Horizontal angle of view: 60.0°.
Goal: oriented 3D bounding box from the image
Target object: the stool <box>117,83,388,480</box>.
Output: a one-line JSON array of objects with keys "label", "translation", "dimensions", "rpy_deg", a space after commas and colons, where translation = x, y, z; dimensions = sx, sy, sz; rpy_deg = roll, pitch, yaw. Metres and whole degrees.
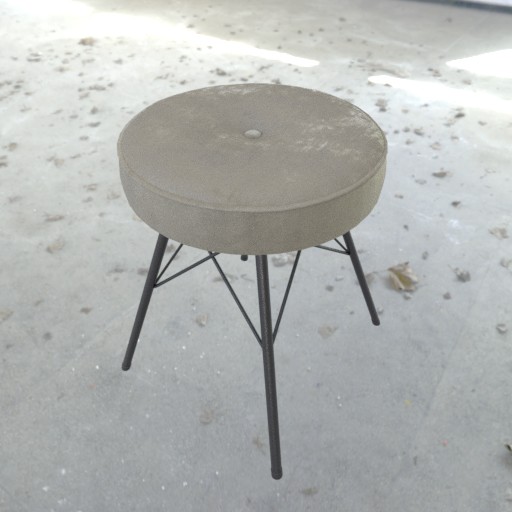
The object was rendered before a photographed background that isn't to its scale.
[{"label": "stool", "translation": [0.000, 0.000, 0.848], "dimensions": [0.423, 0.538, 0.457], "rpy_deg": [25, 47, 26]}]
